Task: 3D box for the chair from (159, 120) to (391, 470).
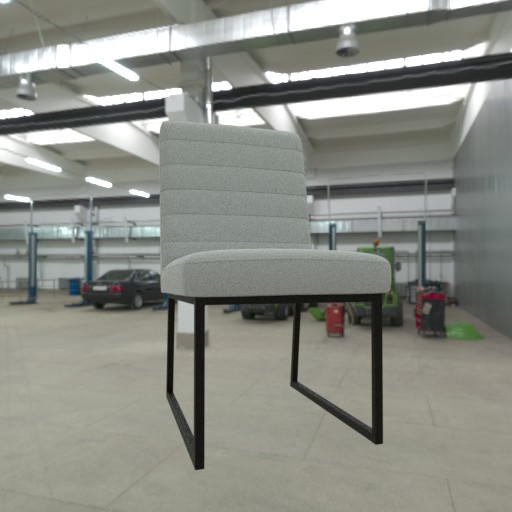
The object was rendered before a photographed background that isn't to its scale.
[{"bbox_3d":[0.000,0.000,1.309,0.520,0.930,0.634,0,-1,-18],"label":"chair"}]
